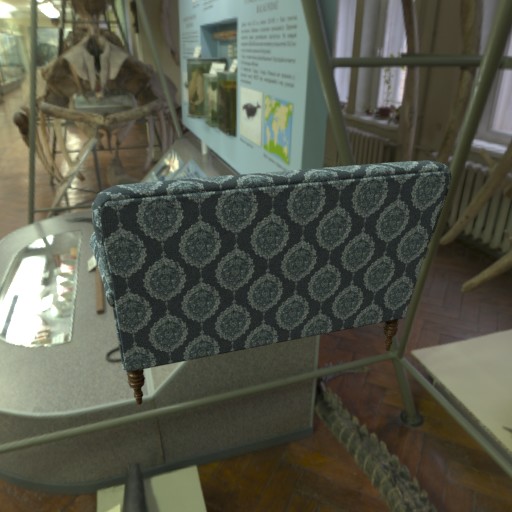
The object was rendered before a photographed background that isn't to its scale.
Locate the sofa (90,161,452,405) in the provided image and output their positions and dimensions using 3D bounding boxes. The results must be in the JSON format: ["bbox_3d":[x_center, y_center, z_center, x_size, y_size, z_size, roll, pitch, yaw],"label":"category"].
[{"bbox_3d":[0.000,0.000,1.854,1.297,0.867,0.779,-8,26,-16],"label":"sofa"}]
